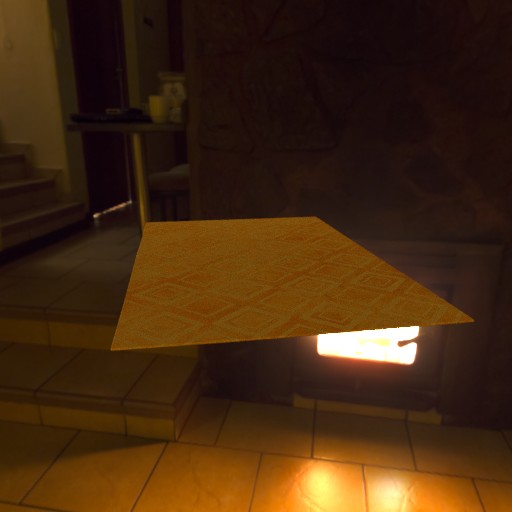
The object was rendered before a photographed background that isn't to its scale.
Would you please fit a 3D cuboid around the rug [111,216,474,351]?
[{"bbox_3d":[0.000,0.000,2.288,1.213,0.010,1.829,-3,17,-10],"label":"rug"}]
